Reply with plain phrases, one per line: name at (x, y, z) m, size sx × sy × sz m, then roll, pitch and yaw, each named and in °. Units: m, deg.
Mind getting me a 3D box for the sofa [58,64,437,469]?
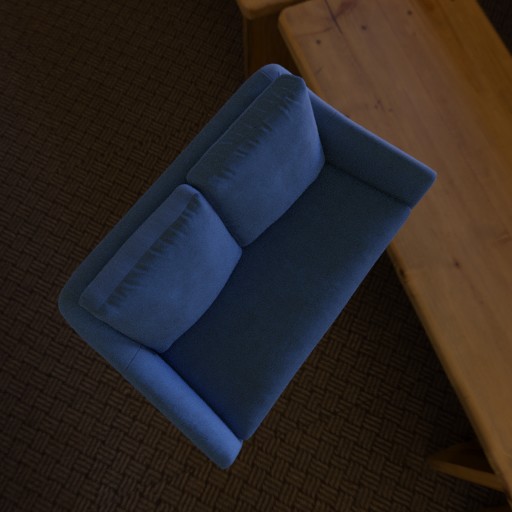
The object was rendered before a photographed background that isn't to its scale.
sofa at (0.000, 0.000, 2.122) m, size 0.960 × 0.902 × 1.619 m, roll 36°, pitch 78°, yaw 9°
